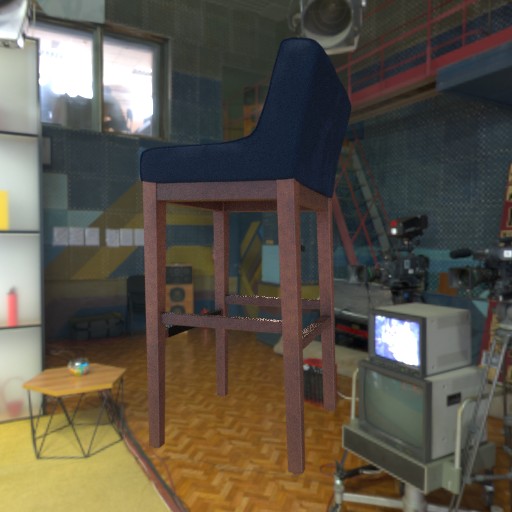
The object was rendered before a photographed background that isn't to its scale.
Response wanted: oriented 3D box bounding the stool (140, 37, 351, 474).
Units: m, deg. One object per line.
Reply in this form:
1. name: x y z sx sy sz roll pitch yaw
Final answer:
1. stool: 0.000 0.000 1.330 0.500 1.037 0.511 1 2 20
